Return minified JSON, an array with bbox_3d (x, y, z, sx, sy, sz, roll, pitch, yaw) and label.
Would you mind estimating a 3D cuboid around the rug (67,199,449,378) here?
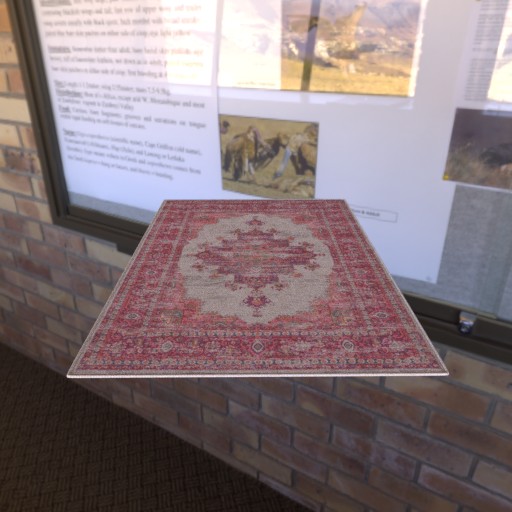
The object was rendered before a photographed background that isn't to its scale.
[{"bbox_3d":[0.000,0.000,3.602,2.005,0.014,2.878,0,26,0],"label":"rug"}]
